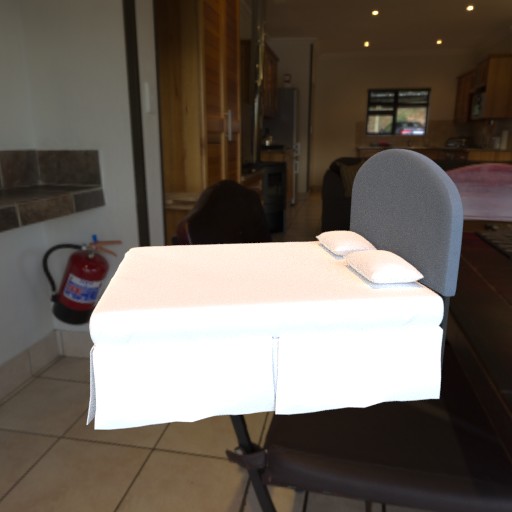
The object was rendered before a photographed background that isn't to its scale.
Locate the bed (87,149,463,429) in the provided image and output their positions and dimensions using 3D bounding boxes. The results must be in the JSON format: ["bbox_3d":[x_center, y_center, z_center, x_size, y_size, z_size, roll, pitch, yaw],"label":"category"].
[{"bbox_3d":[0.000,0.000,3.008,2.005,1.410,1.607,-2,14,-8],"label":"bed"}]
